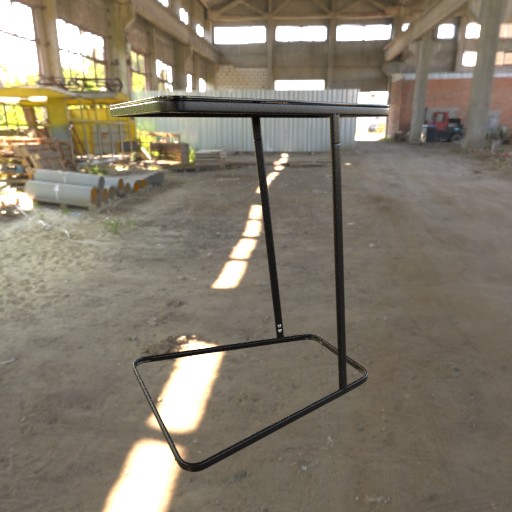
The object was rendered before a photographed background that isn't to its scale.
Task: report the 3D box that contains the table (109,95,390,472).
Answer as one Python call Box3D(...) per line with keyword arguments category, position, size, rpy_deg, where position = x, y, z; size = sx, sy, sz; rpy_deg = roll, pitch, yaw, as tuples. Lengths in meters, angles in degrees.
Box3D(category="table", position=(0.000, 0.000, 0.965), size=(0.500, 0.624, 0.427), rpy_deg=(-8, 18, -26))
